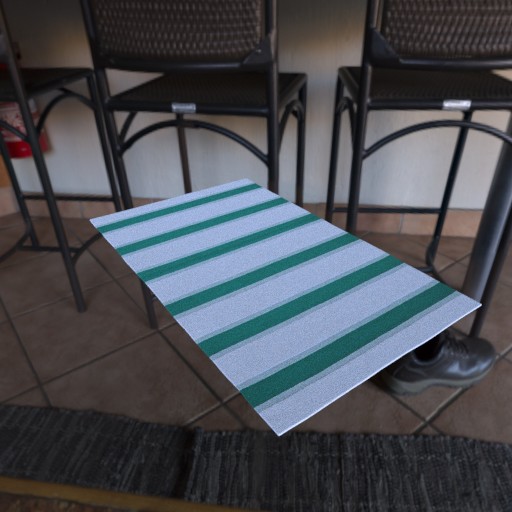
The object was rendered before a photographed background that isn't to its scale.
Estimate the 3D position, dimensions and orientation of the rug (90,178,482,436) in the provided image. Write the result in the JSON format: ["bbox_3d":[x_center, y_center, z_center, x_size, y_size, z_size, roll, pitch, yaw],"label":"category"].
[{"bbox_3d":[0.000,0.000,3.064,1.521,0.015,2.436,-21,37,-30],"label":"rug"}]
